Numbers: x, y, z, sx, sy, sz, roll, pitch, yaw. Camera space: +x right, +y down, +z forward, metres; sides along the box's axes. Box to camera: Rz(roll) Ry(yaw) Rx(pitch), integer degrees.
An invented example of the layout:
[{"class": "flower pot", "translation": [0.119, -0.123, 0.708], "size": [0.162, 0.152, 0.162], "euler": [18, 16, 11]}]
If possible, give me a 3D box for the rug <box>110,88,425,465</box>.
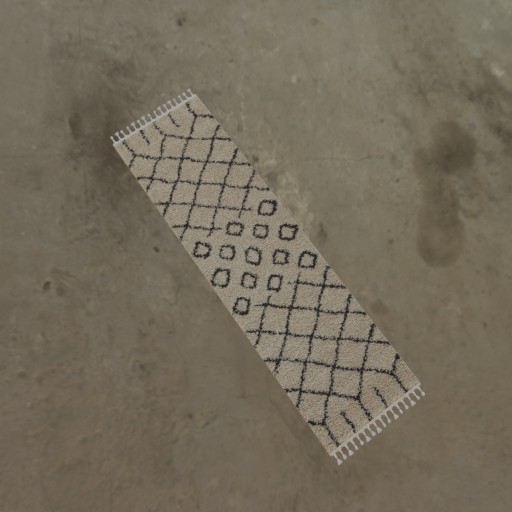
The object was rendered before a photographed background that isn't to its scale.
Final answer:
[{"class": "rug", "translation": [0.000, 0.000, 2.733], "size": [0.660, 0.005, 2.464], "euler": [-35, 78, -9]}]
